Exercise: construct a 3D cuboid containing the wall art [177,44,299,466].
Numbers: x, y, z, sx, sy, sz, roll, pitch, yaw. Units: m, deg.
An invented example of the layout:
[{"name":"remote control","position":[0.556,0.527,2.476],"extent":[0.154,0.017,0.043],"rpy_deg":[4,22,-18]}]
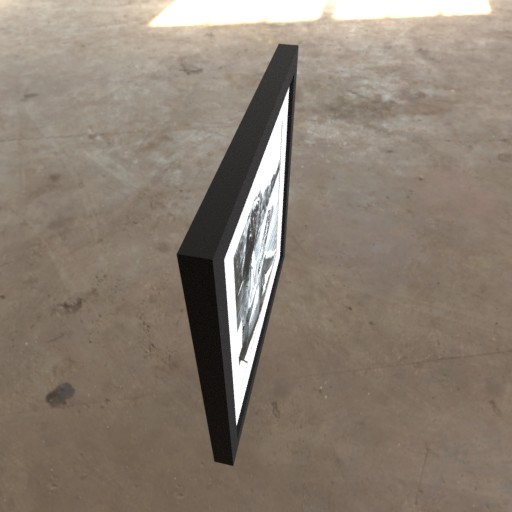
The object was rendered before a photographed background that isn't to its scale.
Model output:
[{"name":"wall art","position":[0.000,0.000,0.679],"extent":[0.030,0.458,0.462],"rpy_deg":[9,46,9]}]
